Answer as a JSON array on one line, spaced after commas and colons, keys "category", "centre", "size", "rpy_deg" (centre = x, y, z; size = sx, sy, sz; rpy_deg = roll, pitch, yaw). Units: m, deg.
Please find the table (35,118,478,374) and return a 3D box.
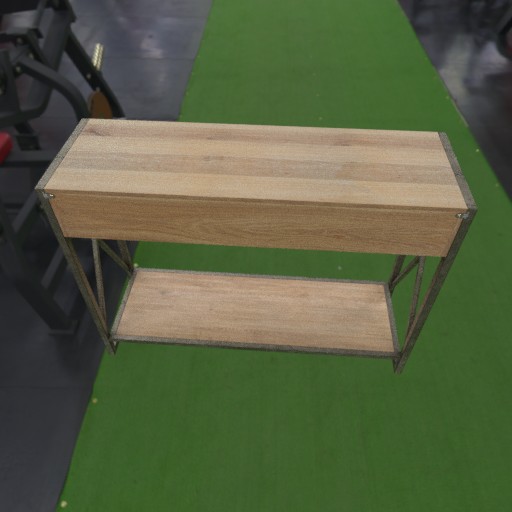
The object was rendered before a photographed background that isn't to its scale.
[{"category": "table", "centre": [0.000, 0.000, 1.451], "size": [1.059, 0.763, 0.361], "rpy_deg": [3, 46, 3]}]
